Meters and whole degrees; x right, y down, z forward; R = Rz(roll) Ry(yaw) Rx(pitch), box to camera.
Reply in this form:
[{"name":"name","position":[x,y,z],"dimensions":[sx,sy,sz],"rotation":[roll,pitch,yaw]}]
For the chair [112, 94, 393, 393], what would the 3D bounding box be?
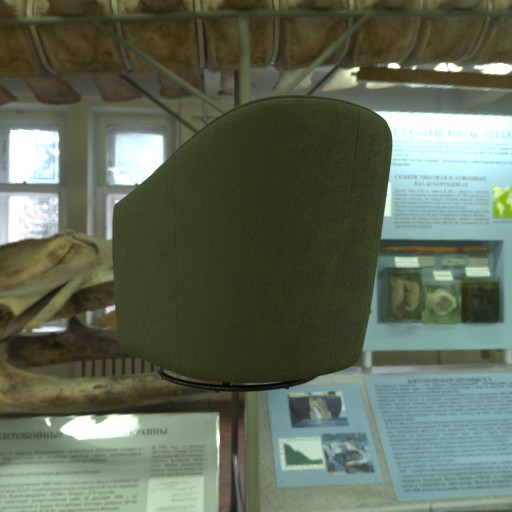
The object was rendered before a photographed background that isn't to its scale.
[{"name":"chair","position":[0.000,0.000,1.493],"dimensions":[0.747,0.799,0.875],"rotation":[0,-1,-37]}]
